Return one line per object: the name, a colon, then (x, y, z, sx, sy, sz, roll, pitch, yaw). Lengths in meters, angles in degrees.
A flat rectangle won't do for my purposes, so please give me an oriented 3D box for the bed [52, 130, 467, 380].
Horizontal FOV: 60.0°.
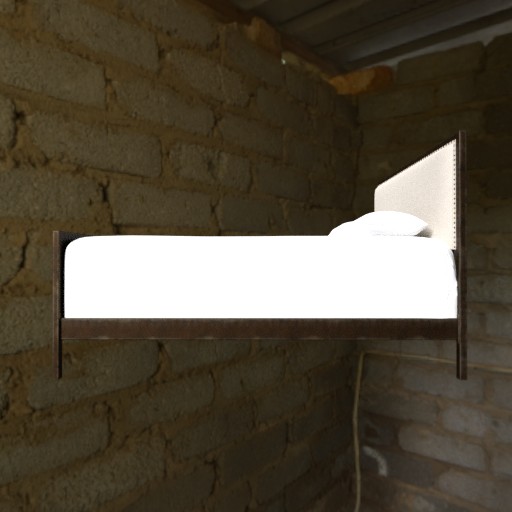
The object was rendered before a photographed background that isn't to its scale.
bed: (0.000, 0.000, 3.133, 2.221, 1.313, 1.607, 0, 0, 0)
